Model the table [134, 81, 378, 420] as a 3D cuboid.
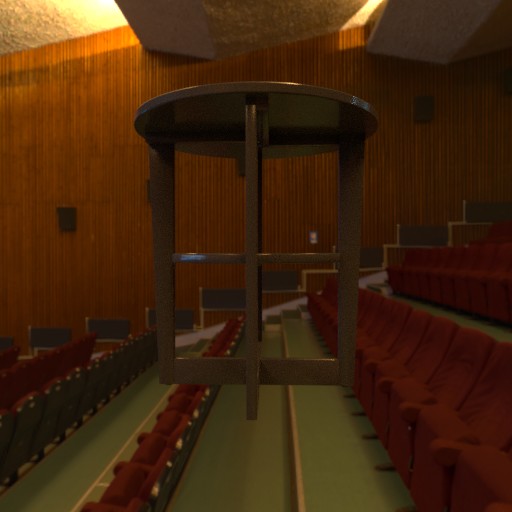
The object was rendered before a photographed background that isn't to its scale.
[{"bbox_3d":[0.000,0.000,0.942,0.500,0.550,0.500,0,1,0],"label":"table"}]
